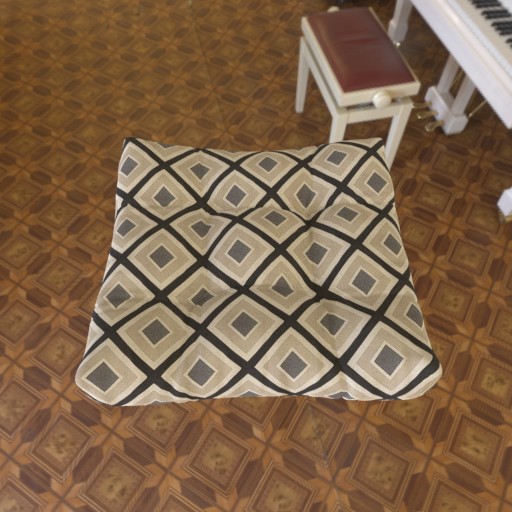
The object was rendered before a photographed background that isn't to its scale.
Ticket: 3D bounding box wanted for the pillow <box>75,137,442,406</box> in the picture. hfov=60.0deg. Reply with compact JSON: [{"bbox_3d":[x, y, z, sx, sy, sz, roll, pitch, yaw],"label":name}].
[{"bbox_3d":[0.000,0.000,0.728,0.490,0.128,0.468,-1,58,-1],"label":"pillow"}]
